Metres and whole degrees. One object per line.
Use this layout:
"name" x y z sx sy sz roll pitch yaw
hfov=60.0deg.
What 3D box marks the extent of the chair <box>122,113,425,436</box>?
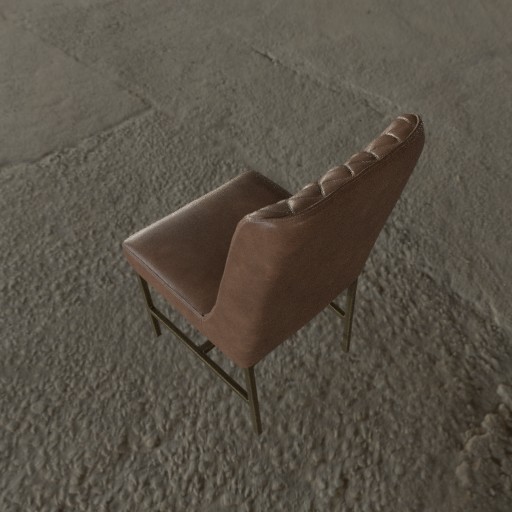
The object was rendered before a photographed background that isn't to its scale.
"chair" 0.000 0.000 1.212 0.508 0.889 0.587 -34 56 -27
